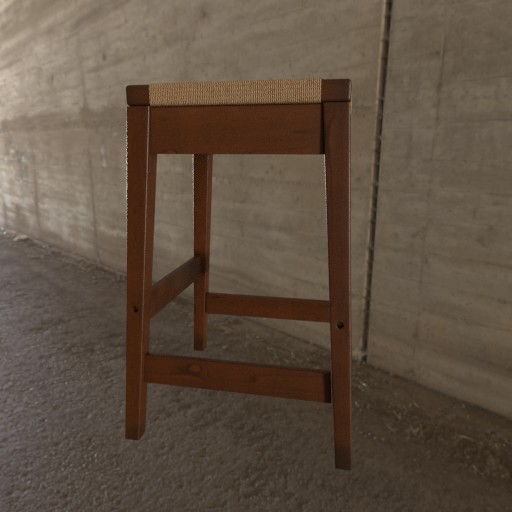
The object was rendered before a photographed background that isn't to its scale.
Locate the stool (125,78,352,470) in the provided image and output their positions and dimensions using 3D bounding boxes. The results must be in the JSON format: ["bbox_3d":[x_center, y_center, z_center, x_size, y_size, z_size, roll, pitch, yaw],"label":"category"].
[{"bbox_3d":[0.000,0.000,1.104,0.507,0.762,0.497,3,14,11],"label":"stool"}]
